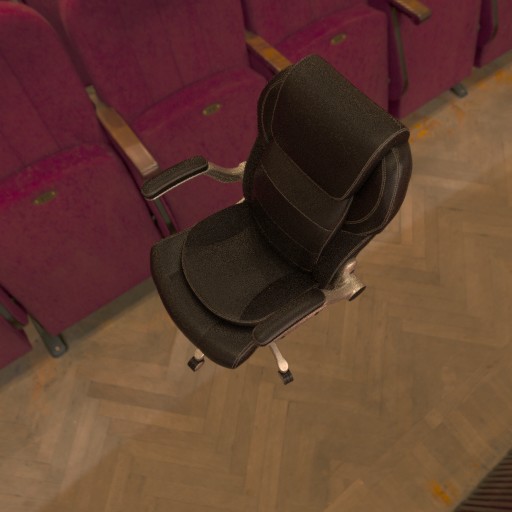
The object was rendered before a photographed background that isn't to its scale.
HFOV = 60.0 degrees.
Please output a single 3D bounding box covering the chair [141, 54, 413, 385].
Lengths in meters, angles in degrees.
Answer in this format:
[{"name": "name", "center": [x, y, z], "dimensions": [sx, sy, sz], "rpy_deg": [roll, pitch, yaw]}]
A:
[{"name": "chair", "center": [0.000, 0.000, 1.621], "dimensions": [0.801, 1.141, 0.724], "rpy_deg": [-33, 67, -16]}]
